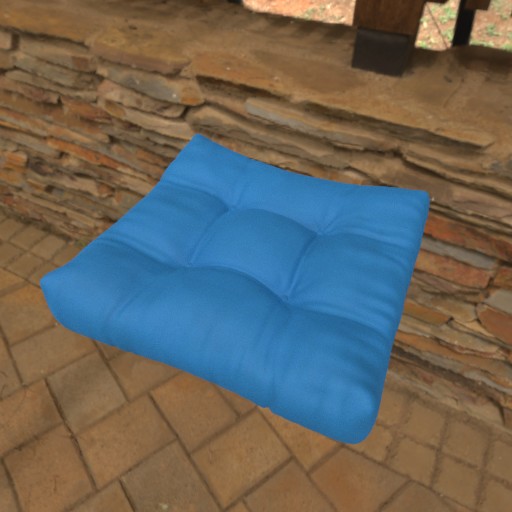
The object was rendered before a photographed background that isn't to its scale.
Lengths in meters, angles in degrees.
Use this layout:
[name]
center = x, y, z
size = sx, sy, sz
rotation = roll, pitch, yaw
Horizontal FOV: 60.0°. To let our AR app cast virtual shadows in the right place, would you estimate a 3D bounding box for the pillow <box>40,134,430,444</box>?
[pillow]
center = 0.000, 0.000, 0.730
size = 0.490, 0.128, 0.468
rotation = 17, 48, 17
